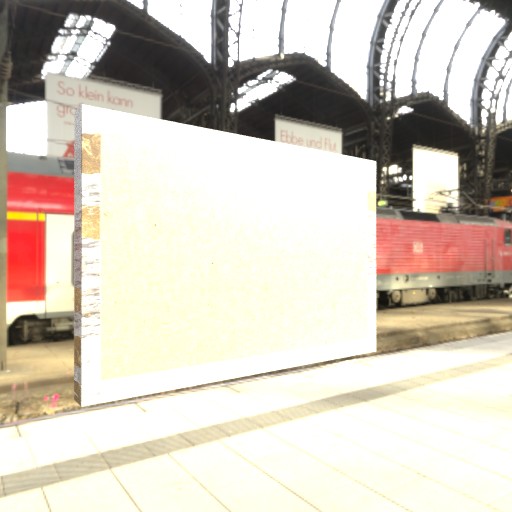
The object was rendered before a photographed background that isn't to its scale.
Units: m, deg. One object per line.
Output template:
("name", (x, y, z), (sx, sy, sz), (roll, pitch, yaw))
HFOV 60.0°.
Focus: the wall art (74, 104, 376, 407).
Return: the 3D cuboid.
("wall art", (0.000, 0.000, 0.788), (0.606, 0.407, 0.041), (0, 0, -36))
